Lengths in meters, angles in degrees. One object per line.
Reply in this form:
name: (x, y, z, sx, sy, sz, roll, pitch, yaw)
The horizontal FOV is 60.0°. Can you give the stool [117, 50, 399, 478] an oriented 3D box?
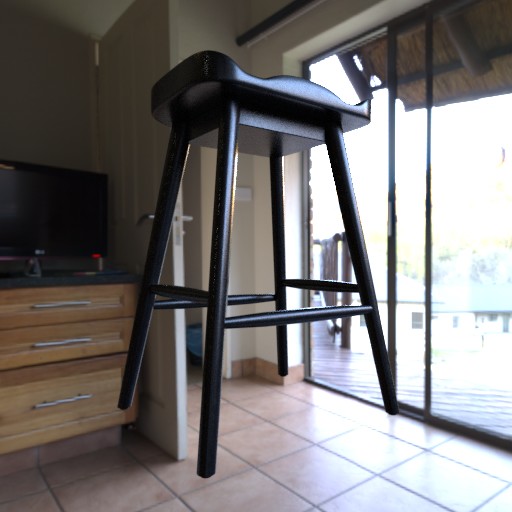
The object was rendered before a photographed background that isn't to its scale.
stool: (0.000, 0.000, 0.877, 0.440, 0.615, 0.361, 0, 0, -36)
